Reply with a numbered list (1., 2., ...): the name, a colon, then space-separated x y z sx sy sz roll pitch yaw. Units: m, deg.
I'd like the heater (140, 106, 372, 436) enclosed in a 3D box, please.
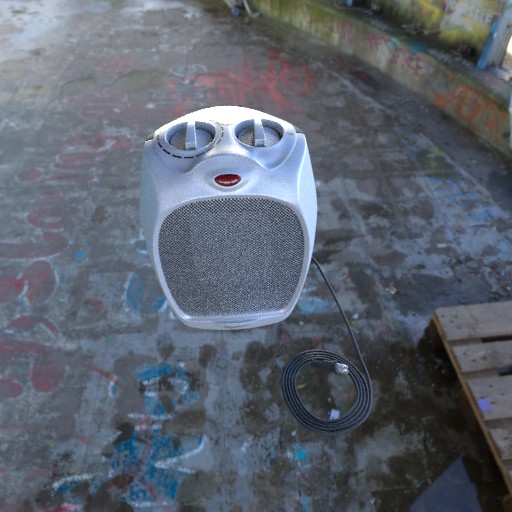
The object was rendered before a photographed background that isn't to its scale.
1. heater: 0.000 0.000 0.457 0.239 0.240 0.291 -3 48 -3
